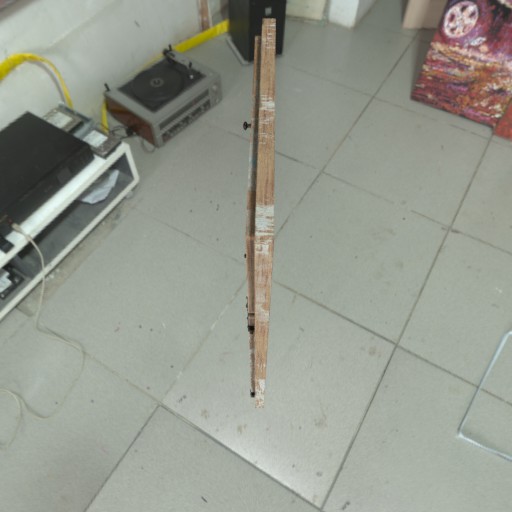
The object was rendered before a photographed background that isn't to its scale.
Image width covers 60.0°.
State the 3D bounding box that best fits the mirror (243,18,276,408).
[{"bbox_3d":[0.000,0.000,1.486,0.083,1.213,0.707,1,58,1],"label":"mirror"}]
